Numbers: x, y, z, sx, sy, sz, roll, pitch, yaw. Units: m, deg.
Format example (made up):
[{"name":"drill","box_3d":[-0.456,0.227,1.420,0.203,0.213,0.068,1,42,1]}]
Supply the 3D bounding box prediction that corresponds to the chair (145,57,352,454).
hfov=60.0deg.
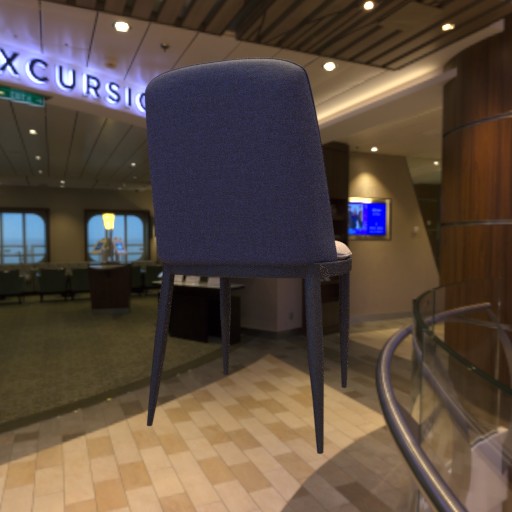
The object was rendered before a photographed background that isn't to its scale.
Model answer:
[{"name":"chair","box_3d":[0.000,0.000,1.192,0.480,0.839,0.551,1,2,19]}]
